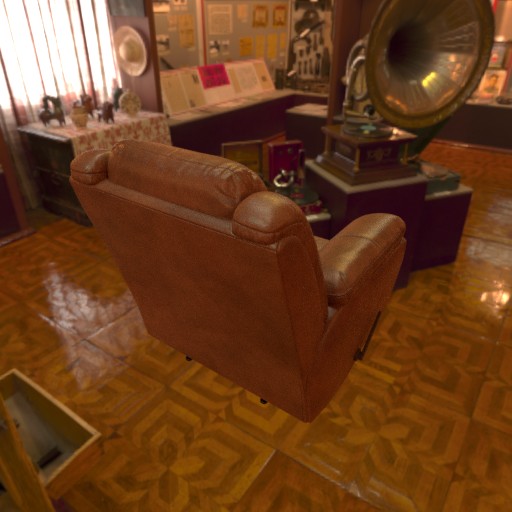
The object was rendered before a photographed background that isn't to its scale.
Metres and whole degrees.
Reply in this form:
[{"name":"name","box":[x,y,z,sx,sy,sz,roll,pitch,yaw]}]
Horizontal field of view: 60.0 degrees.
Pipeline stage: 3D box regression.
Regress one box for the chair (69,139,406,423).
[{"name":"chair","box":[0.000,0.000,1.892,0.990,1.093,1.041,20,35,31]}]
